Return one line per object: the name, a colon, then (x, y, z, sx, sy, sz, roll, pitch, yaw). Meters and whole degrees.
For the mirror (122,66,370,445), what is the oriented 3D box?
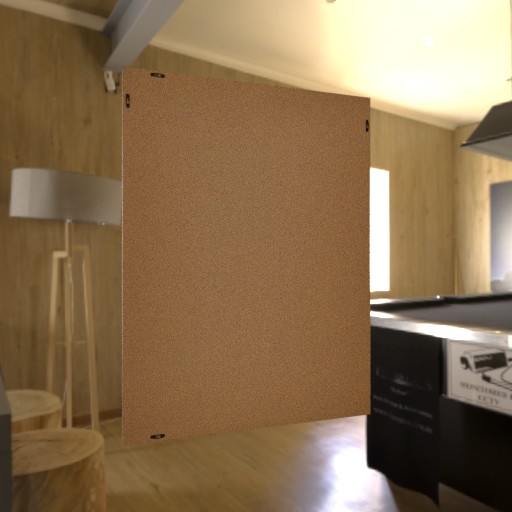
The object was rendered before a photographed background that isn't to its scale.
mirror: (0.000, 0.000, 1.320, 0.762, 1.016, 0.041, 0, 0, -18)
